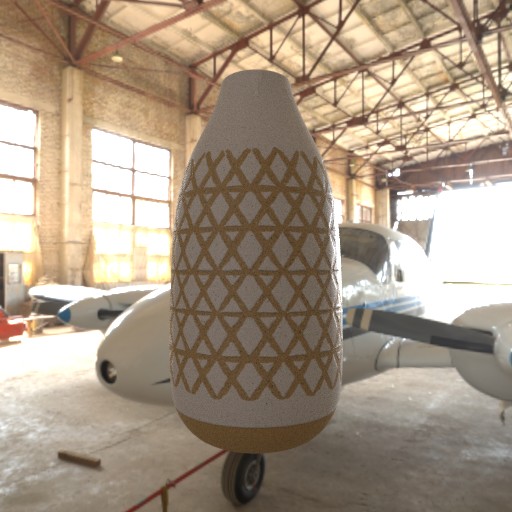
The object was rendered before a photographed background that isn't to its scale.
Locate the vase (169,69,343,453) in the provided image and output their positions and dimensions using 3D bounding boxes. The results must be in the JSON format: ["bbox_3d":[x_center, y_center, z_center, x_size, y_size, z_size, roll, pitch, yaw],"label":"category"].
[{"bbox_3d":[0.000,0.000,0.485,0.186,0.380,0.186,0,-1,0],"label":"vase"}]
